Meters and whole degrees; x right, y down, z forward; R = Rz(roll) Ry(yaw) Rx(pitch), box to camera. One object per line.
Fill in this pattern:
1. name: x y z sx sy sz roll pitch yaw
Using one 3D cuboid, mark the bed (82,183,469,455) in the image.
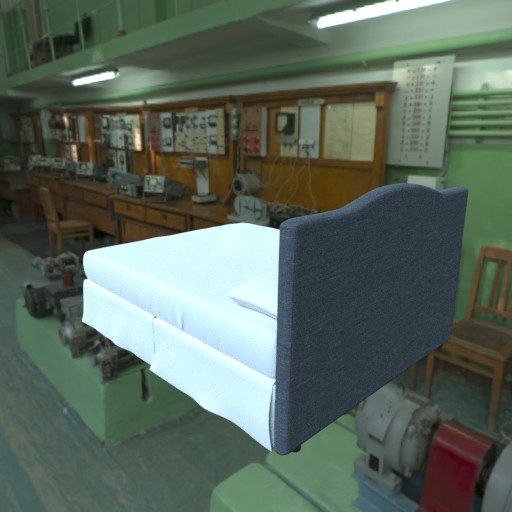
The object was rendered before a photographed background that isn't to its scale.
1. bed: 0.000 0.000 3.879 2.161 1.457 2.689 -14 21 -42
